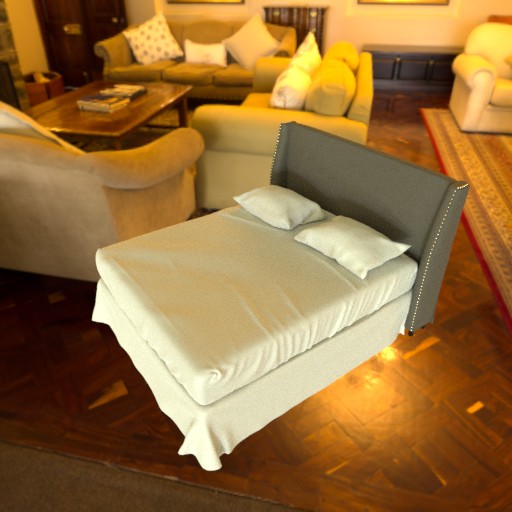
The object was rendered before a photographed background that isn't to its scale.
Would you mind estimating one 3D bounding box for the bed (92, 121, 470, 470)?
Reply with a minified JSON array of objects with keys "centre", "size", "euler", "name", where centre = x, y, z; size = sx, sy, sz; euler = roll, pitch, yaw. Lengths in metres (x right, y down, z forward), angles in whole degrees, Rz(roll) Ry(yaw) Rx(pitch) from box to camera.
[{"centre":[0.000,0.000,3.451],"size":[2.276,1.332,1.925],"euler":[-22,39,-30],"name":"bed"}]
